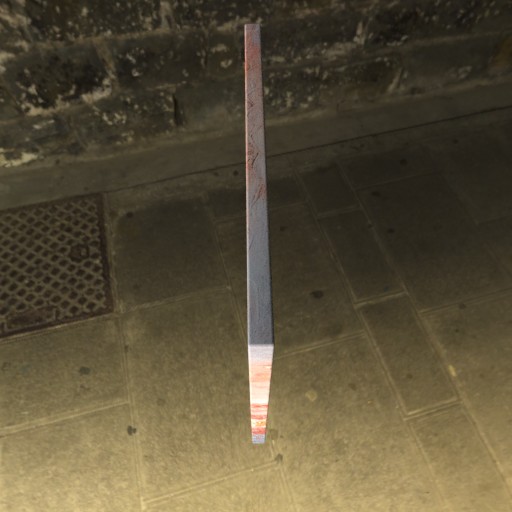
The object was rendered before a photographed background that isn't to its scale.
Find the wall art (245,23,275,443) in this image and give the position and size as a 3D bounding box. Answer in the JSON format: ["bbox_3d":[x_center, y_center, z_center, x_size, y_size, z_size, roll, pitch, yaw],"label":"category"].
[{"bbox_3d":[0.000,0.000,1.097,0.035,0.747,0.747,-1,58,-1],"label":"wall art"}]
